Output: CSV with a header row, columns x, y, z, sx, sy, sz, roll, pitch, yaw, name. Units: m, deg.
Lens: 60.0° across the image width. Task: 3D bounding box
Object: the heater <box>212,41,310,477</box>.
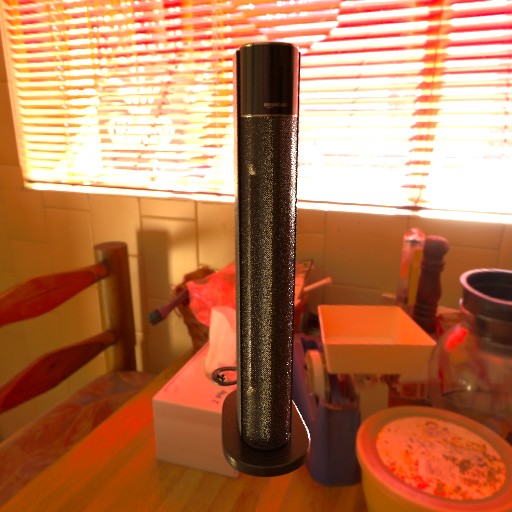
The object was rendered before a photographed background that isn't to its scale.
x,y,z,sx,sy,sz,roll,pitch,yaw,name
0.000,0.000,1.040,0.214,0.856,0.458,-2,16,-8,heater
